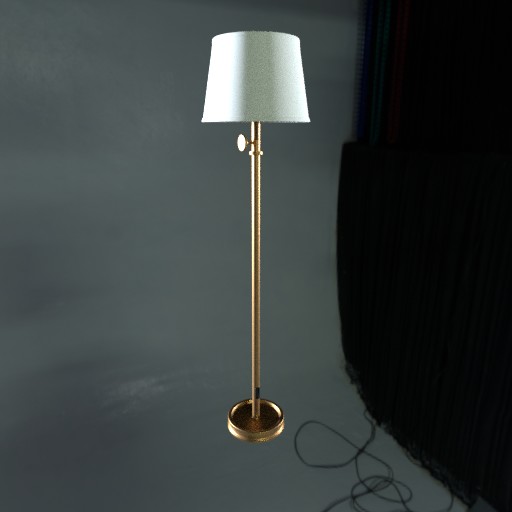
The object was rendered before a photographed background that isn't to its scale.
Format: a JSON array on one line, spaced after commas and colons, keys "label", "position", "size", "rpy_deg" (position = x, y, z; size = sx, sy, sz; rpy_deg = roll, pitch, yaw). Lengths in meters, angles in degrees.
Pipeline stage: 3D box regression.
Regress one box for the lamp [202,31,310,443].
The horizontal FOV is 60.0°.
[{"label": "lamp", "position": [0.000, 0.000, 0.800], "size": [0.178, 0.710, 0.178], "rpy_deg": [0, 16, 0]}]
